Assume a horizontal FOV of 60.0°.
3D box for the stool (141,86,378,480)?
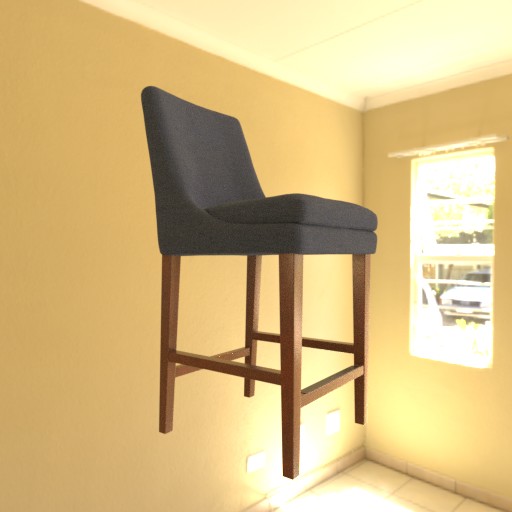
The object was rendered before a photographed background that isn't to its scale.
[{"bbox_3d":[0.000,0.000,1.289,0.577,0.981,0.470,0,0,36],"label":"stool"}]
